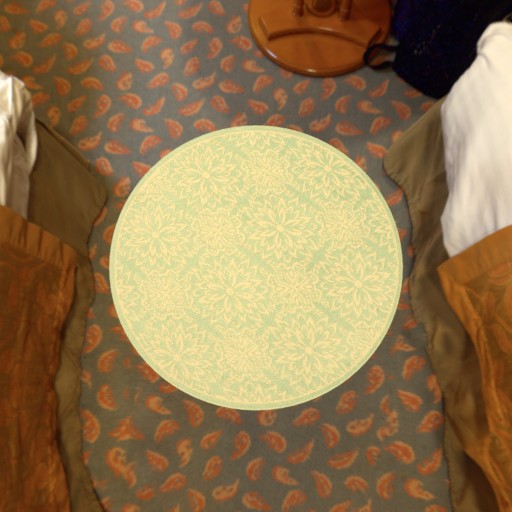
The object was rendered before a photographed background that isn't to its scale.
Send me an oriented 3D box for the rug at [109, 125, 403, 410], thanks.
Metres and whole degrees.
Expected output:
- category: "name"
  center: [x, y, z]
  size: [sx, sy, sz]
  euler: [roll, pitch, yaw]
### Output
- category: "rug"
  center: [0.000, 0.000, 2.414]
  size: [1.593, 0.012, 1.593]
  euler: [0, 75, 0]
